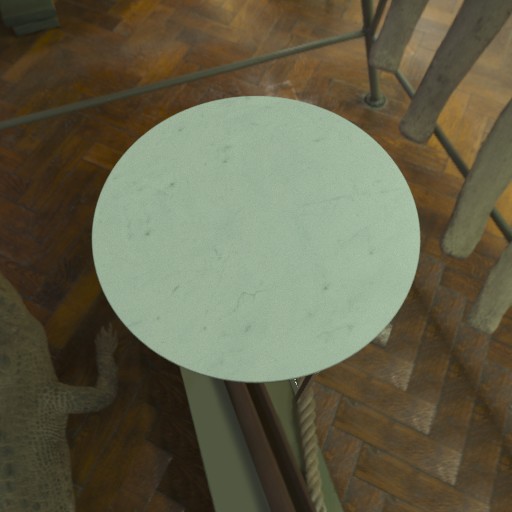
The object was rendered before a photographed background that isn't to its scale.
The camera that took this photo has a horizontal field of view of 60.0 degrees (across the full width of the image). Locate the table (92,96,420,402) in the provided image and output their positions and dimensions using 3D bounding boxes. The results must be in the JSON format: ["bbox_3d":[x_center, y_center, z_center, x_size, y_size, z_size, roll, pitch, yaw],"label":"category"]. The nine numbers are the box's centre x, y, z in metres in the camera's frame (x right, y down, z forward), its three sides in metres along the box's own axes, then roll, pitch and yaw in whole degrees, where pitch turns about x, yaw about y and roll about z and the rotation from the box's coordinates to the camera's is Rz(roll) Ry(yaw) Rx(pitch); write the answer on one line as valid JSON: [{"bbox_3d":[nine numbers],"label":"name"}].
[{"bbox_3d":[0.000,0.000,1.294,0.800,0.450,0.800,0,64,0],"label":"table"}]
